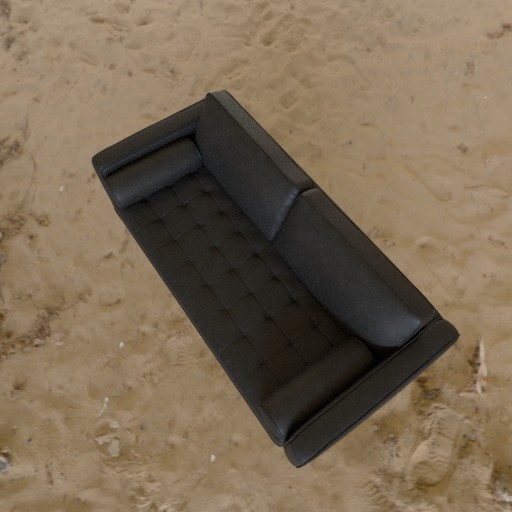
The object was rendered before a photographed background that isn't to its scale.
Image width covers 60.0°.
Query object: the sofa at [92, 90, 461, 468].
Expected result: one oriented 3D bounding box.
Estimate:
[{"bbox_3d":[0.000,0.000,2.319,0.921,0.770,1.879,-33,67,-16],"label":"sofa"}]
